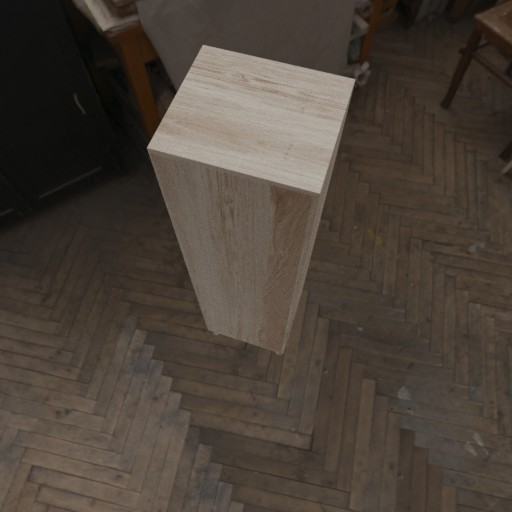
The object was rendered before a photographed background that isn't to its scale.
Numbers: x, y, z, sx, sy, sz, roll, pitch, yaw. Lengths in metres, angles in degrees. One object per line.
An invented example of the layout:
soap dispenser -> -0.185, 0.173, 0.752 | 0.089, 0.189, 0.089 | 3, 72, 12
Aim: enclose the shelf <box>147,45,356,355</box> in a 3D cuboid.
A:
shelf -> 0.000, 0.000, 2.206 | 0.510, 1.960, 0.450 | 16, 65, 8
